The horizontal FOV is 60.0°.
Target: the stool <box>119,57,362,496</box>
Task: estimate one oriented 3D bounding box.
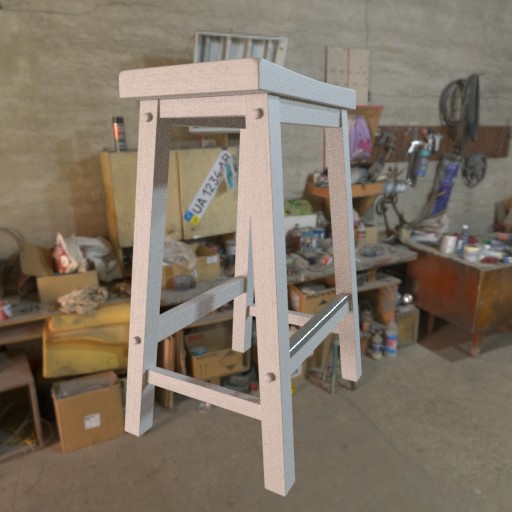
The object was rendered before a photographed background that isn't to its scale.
[{"bbox_3d":[0.000,0.000,0.828,0.322,0.610,0.406,8,16,28],"label":"stool"}]
